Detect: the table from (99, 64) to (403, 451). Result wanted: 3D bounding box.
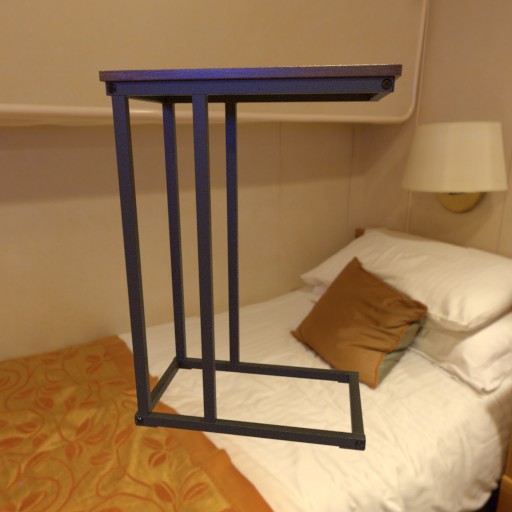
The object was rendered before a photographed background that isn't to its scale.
[{"bbox_3d":[0.000,0.000,0.847,0.450,0.637,0.254,3,16,9],"label":"table"}]
